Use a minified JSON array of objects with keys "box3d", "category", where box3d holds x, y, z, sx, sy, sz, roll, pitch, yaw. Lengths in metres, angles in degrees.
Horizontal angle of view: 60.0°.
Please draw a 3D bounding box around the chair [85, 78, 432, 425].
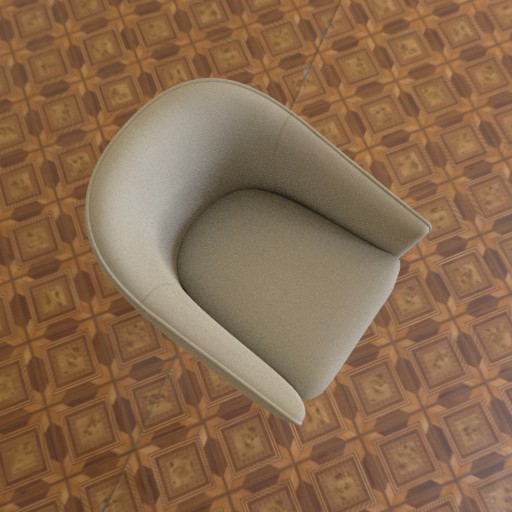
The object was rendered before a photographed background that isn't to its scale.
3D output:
[{"box3d":[0.000,0.000,1.479,0.875,0.799,0.747,35,78,8],"category":"chair"}]
